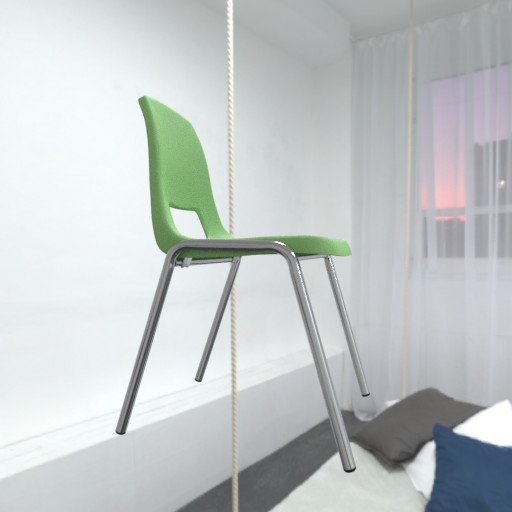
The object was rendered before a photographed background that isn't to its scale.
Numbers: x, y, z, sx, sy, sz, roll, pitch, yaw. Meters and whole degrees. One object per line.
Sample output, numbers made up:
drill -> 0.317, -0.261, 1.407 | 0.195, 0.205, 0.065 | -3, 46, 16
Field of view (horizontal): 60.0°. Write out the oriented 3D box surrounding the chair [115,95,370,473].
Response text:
chair -> 0.000, 0.000, 0.908 | 0.436, 0.653, 0.381 | 0, 1, 18
